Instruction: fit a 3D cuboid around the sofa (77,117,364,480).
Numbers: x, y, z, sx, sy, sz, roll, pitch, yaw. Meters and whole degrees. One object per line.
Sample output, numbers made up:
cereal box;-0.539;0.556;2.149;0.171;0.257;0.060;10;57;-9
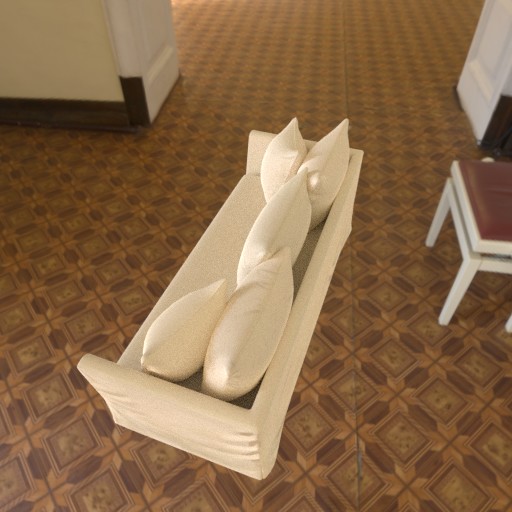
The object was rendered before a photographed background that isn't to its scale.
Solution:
sofa;0.000;0.000;3.051;1.030;1.042;2.484;15;47;14
